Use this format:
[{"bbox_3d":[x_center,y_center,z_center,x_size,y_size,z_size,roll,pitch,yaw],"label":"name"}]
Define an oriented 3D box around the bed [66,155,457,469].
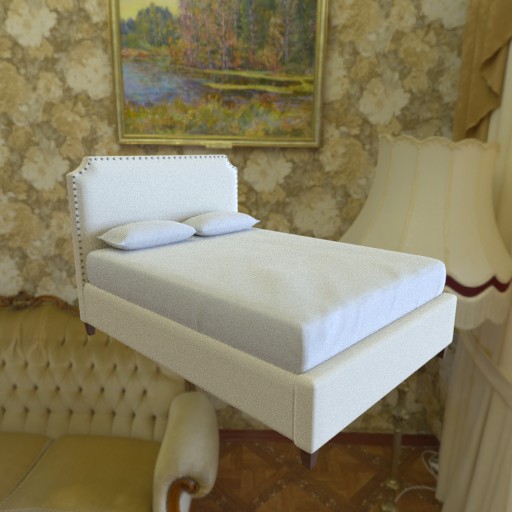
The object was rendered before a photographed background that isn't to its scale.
[{"bbox_3d":[0.000,0.000,3.255,2.329,1.415,1.703,13,19,42],"label":"bed"}]
